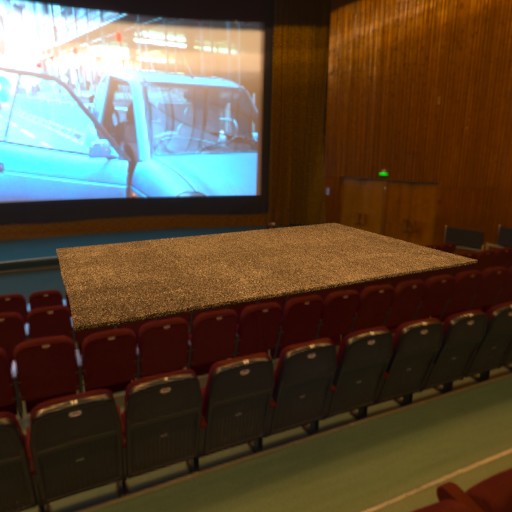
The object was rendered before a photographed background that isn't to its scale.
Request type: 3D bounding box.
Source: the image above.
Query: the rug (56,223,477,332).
[{"bbox_3d":[0.000,0.000,2.915,2.352,0.025,1.501,-7,16,-25],"label":"rug"}]
